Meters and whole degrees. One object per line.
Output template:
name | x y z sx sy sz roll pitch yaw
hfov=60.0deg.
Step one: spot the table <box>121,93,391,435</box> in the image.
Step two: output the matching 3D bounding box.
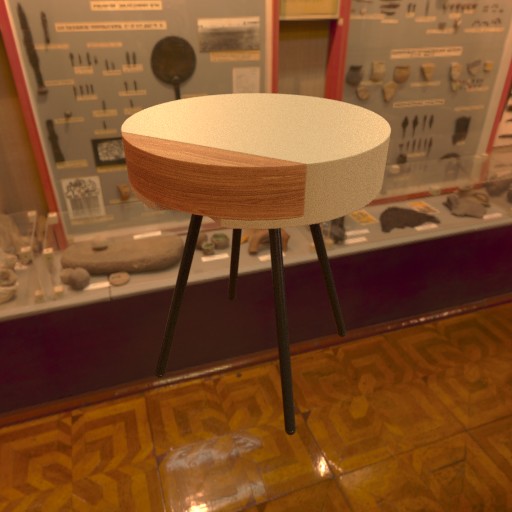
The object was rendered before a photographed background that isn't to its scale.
table | 0.000 0.000 0.870 0.450 0.525 0.450 0 32 0
